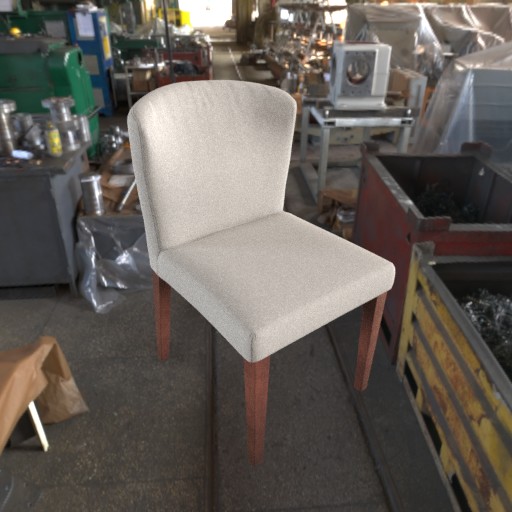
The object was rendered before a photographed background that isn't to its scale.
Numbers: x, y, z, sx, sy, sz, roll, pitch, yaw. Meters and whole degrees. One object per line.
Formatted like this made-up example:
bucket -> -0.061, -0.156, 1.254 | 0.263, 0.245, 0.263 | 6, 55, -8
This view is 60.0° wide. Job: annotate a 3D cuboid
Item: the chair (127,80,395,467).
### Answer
chair -> 0.000, 0.000, 1.214 | 0.491, 0.839, 0.592 | -21, 36, -32
